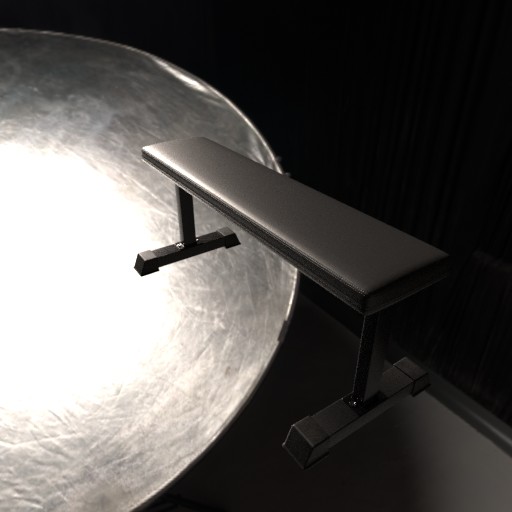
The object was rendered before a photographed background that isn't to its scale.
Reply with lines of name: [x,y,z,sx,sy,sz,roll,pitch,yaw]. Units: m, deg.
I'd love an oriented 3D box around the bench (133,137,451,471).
bench: [0.000,0.000,1.317,0.439,0.453,1.072,-19,36,-29]
